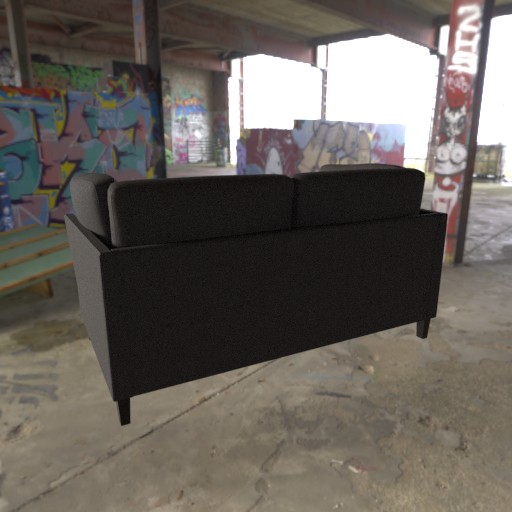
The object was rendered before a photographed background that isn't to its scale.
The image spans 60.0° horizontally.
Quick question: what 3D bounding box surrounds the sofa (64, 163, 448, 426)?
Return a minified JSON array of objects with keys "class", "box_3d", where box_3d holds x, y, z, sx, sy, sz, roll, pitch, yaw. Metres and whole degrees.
[{"class":"sofa","box_3d":[0.000,0.000,2.336,1.751,0.920,0.969,-8,17,-27]}]
